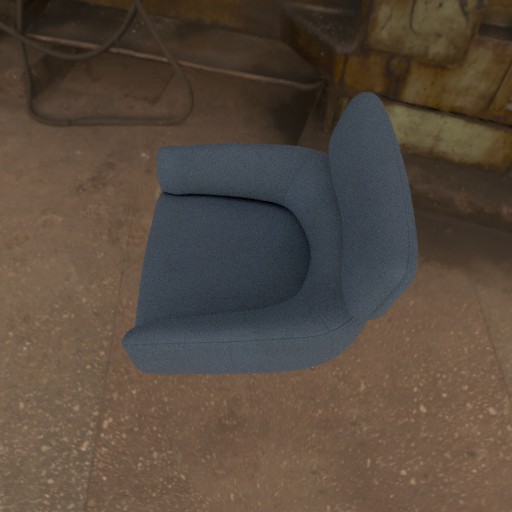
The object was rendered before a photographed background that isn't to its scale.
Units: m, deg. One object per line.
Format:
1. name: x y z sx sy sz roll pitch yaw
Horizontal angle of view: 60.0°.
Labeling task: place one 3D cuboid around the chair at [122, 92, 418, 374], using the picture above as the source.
1. chair: 0.000 0.000 1.415 0.761 0.813 0.738 1 57 0
